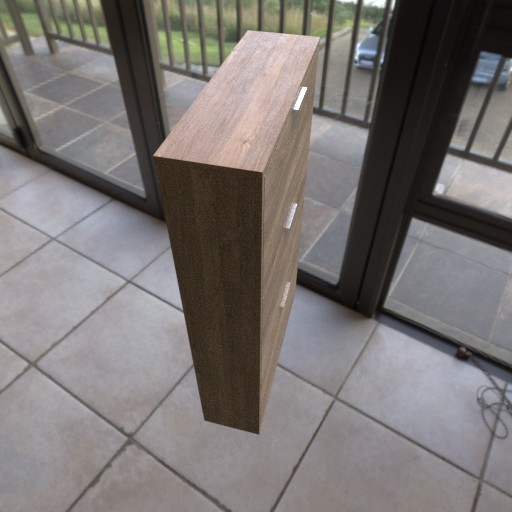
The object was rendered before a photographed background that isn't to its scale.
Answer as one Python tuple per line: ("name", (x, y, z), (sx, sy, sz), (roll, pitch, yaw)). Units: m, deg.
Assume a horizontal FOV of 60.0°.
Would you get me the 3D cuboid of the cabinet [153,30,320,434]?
("cabinet", (0.000, 0.000, 1.615), (0.250, 1.280, 0.750), (11, 47, 10))
